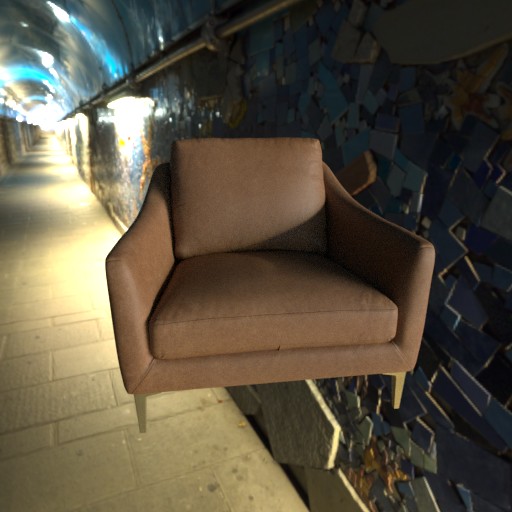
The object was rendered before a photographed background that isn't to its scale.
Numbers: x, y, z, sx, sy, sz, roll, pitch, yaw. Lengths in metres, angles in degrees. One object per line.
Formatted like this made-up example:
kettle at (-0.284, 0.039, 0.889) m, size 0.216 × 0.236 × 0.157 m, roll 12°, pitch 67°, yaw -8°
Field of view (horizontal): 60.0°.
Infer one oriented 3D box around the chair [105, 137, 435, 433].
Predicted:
chair at (0.000, 0.000, 1.760) m, size 0.988 × 0.895 × 0.963 m, roll -2°, pitch 17°, yaw -8°
